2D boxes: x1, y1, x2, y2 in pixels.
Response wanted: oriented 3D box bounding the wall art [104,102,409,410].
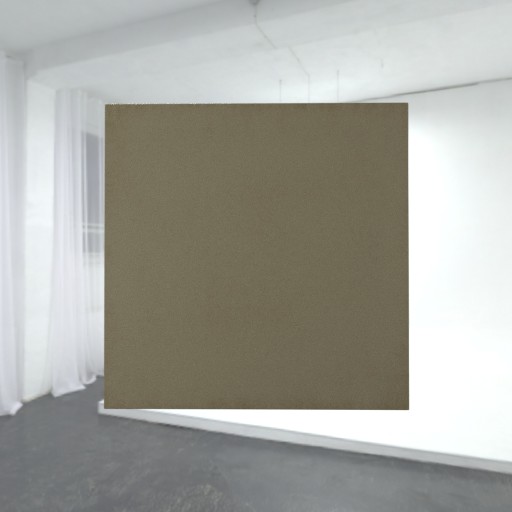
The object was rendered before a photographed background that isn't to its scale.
[{"bbox_3d":[0.000,0.000,0.746,0.503,0.506,0.030,0,-1,1],"label":"wall art"}]
